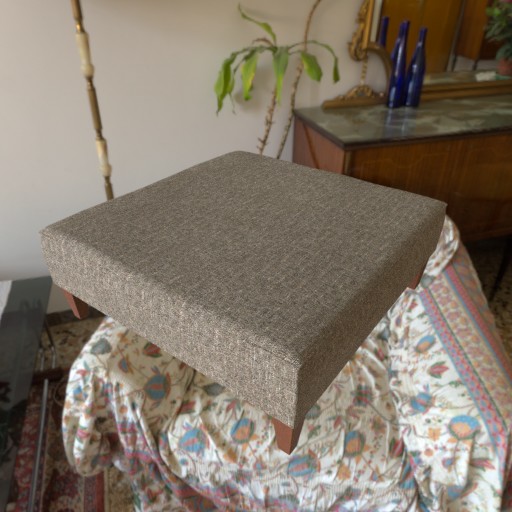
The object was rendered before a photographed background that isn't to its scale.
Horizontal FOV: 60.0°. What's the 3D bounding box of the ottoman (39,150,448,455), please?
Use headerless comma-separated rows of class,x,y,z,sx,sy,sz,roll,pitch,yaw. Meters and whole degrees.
ottoman,0.000,0.000,1.554,0.981,0.379,1.016,22,38,31
